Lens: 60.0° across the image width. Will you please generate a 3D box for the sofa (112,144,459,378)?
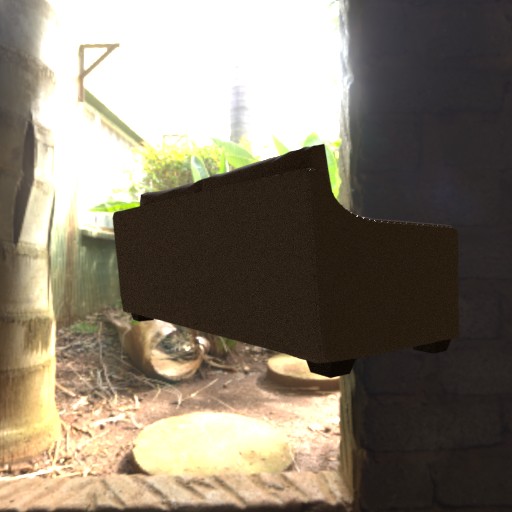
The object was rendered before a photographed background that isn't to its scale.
[{"bbox_3d":[0.000,0.000,2.610,1.030,0.901,1.967,0,0,-37],"label":"sofa"}]
